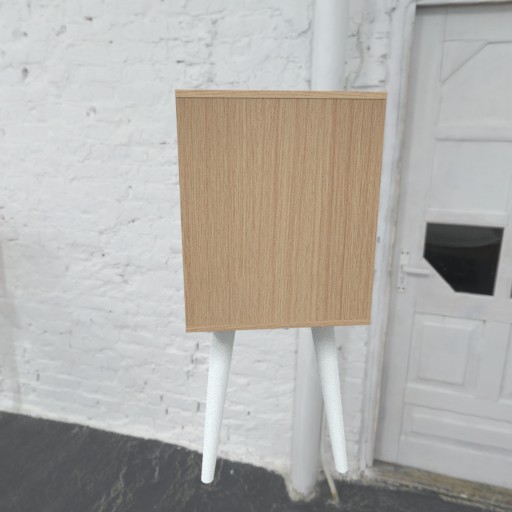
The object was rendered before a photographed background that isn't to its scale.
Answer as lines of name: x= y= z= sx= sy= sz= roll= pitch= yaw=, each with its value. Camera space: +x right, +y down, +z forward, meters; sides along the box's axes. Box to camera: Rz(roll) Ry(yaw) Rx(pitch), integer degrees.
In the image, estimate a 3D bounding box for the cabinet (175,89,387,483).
cabinet: x=0.000 y=0.000 z=1.584 sx=0.470 sy=1.016 sz=1.057 roll=-2 pitch=15 yaw=-6
